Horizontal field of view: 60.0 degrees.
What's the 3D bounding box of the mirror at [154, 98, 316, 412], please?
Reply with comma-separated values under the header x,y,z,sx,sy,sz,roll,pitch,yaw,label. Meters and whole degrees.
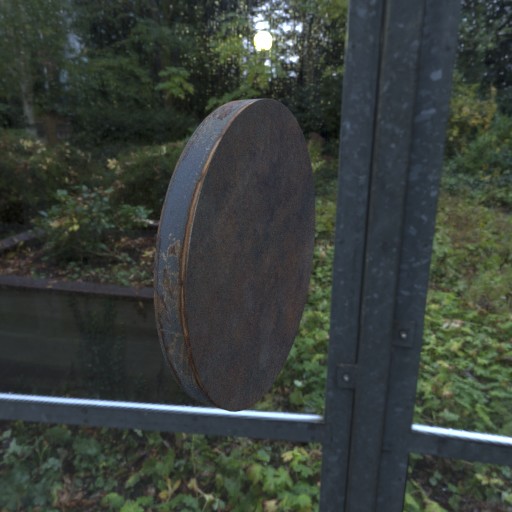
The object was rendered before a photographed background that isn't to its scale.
x,y,z,sx,sy,sz,roll,pitch,yaw,label
0.000,0.000,0.877,0.061,0.585,0.585,7,17,24,mirror
